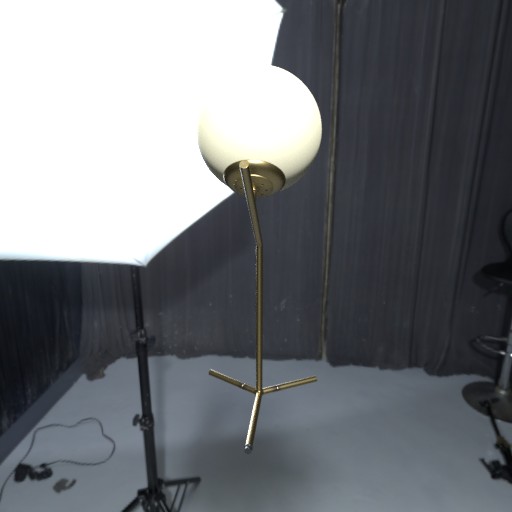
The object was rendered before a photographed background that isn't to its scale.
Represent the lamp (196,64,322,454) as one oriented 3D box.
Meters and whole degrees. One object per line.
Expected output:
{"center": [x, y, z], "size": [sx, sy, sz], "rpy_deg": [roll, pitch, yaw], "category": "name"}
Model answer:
{"center": [0.000, 0.000, 0.681], "size": [0.210, 0.552, 0.251], "rpy_deg": [2, 16, 7], "category": "lamp"}
